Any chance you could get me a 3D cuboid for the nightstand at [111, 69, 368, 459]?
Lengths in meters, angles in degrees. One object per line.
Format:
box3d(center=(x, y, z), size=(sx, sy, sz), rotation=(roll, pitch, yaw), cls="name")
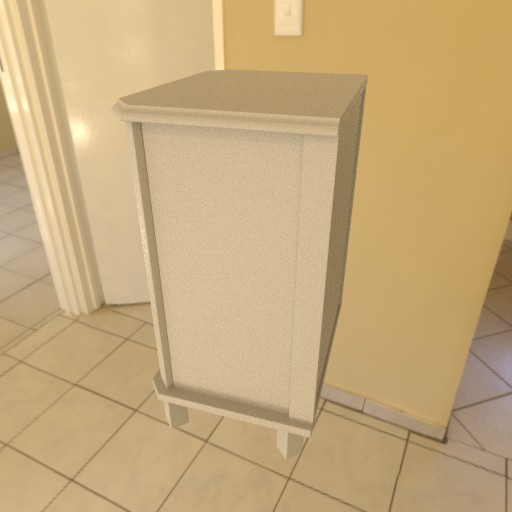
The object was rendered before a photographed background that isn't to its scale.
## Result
box3d(center=(0.000, 0.000, 0.941), size=(0.350, 0.680, 0.450), rotation=(8, 30, 15), cls="nightstand")
